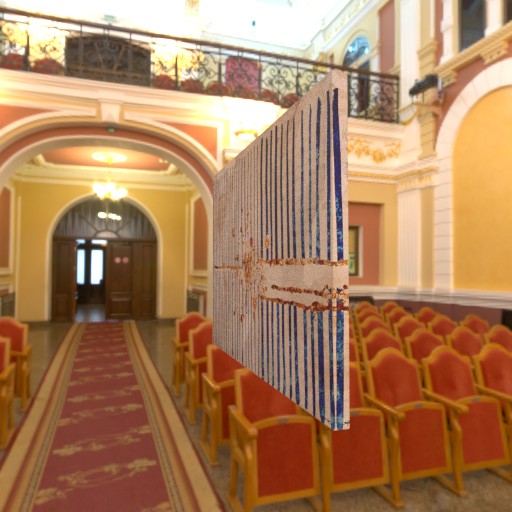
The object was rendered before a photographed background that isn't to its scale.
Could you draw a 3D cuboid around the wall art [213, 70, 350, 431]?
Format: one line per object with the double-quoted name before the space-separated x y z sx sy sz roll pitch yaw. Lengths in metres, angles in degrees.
"wall art" 0.000 0.000 1.187 0.030 0.609 0.919 1 -2 -18
